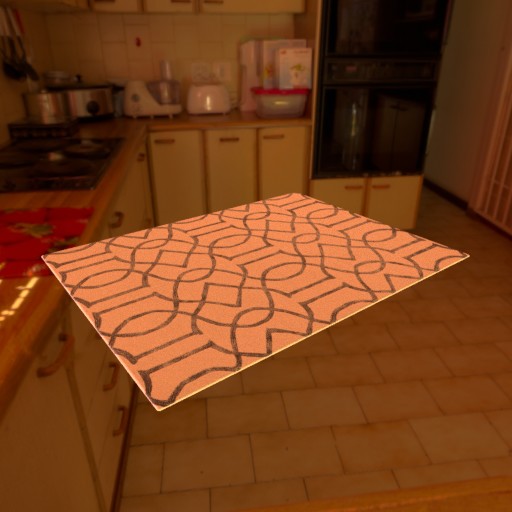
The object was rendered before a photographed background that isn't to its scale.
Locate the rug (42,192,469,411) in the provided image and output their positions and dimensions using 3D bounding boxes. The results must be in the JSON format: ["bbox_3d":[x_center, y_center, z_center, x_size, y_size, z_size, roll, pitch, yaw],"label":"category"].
[{"bbox_3d":[0.000,0.000,3.773,2.910,0.021,2.211,-18,31,-33],"label":"rug"}]
